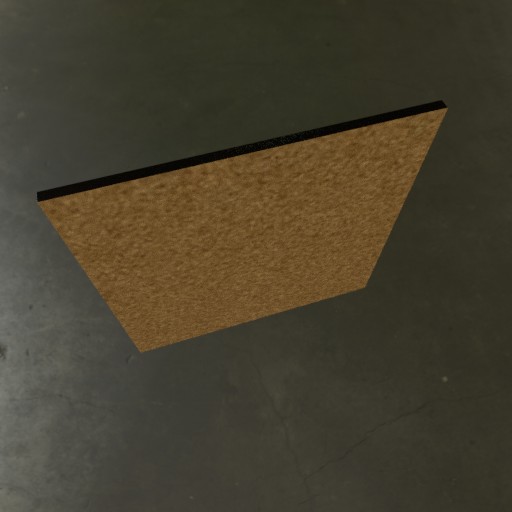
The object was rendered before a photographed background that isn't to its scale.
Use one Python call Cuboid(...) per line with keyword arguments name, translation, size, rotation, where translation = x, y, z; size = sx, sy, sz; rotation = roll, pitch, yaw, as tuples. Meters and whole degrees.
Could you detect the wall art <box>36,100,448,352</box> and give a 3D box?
Cuboid(name="wall art", translation=(0.000, 0.000, 0.655), size=(0.446, 0.445, 0.014), rotation=(-15, 60, -9))
